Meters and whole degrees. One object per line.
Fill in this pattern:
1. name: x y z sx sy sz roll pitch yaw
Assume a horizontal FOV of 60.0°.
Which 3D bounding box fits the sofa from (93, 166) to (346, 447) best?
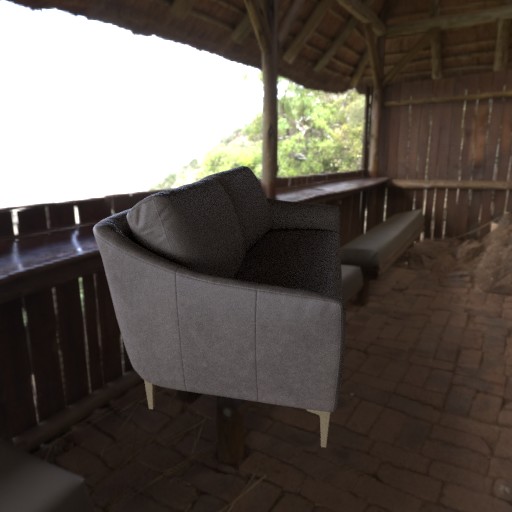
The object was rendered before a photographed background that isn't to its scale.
1. sofa: 0.000 0.000 2.497 0.960 0.902 2.036 3 15 9
